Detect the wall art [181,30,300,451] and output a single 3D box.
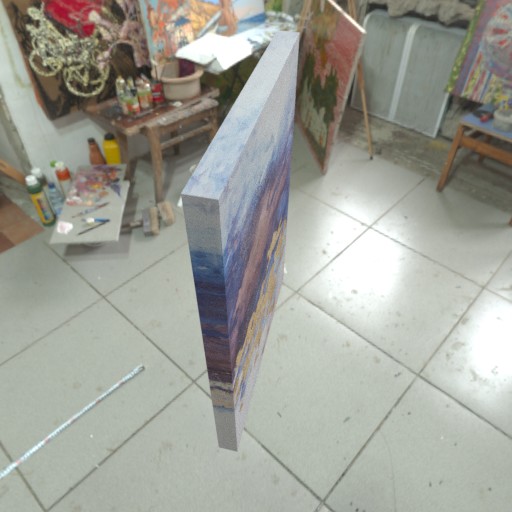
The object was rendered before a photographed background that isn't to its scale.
[{"bbox_3d":[0.000,0.000,0.757,0.036,0.581,0.437,10,46,10],"label":"wall art"}]
